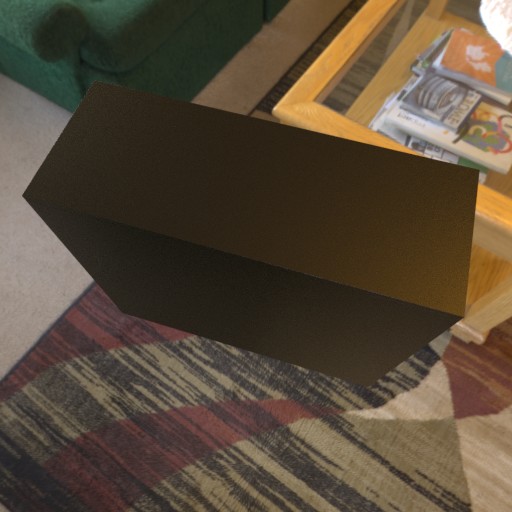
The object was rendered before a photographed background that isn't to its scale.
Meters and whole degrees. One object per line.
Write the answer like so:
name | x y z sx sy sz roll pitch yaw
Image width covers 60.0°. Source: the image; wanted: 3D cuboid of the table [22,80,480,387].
table | 0.000 0.000 1.322 0.930 0.790 0.380 15 65 7
